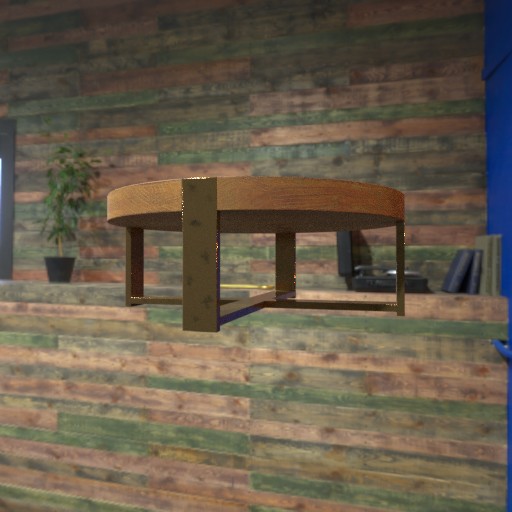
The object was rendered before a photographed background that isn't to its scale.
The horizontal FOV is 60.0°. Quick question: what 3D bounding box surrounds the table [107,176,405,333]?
[{"bbox_3d":[0.000,0.000,1.734,1.100,0.420,1.100,0,0,0],"label":"table"}]
